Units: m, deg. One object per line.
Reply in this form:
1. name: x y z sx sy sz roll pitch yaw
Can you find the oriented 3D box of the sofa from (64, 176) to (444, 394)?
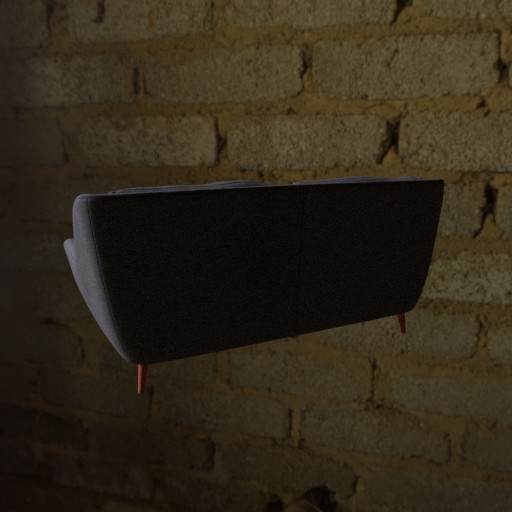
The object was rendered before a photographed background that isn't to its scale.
1. sofa: 0.000 0.000 2.465 1.929 0.896 0.975 -7 16 -24
